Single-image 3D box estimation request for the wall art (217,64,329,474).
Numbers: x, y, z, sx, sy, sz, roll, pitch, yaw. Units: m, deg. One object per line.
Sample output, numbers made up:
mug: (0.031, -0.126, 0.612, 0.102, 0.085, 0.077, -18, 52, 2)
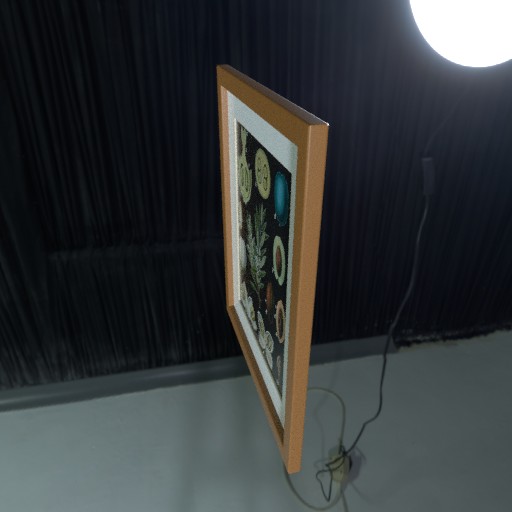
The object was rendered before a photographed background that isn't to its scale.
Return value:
wall art: (0.000, 0.000, 0.521, 0.015, 0.379, 0.310, -8, 31, -14)
